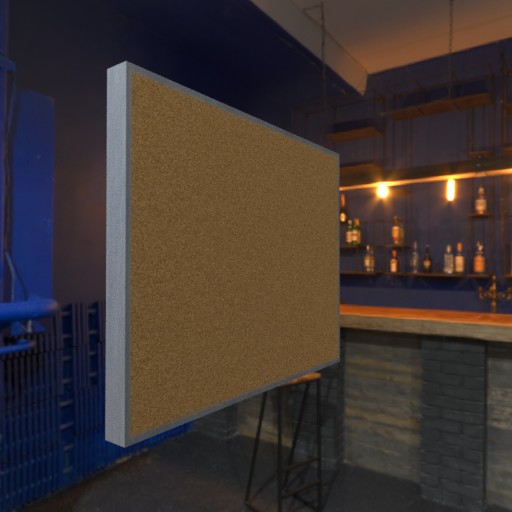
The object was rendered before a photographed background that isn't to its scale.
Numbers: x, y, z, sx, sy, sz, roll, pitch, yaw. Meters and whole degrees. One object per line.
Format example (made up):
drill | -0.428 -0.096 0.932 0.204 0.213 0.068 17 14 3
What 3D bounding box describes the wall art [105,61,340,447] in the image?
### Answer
wall art | 0.000 0.000 0.750 0.037 0.450 0.557 -1 -1 37
